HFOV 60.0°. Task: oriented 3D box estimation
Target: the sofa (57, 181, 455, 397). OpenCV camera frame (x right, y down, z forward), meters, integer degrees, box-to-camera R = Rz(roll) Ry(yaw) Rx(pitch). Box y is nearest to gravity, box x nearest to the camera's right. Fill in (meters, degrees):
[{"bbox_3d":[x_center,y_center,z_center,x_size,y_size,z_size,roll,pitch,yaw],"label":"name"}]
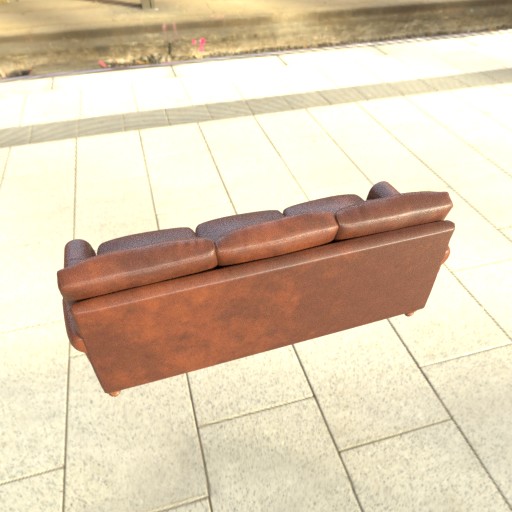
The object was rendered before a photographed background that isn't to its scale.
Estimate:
[{"bbox_3d":[0.000,0.000,2.891,2.351,0.977,0.973,-12,43,-13],"label":"sofa"}]
